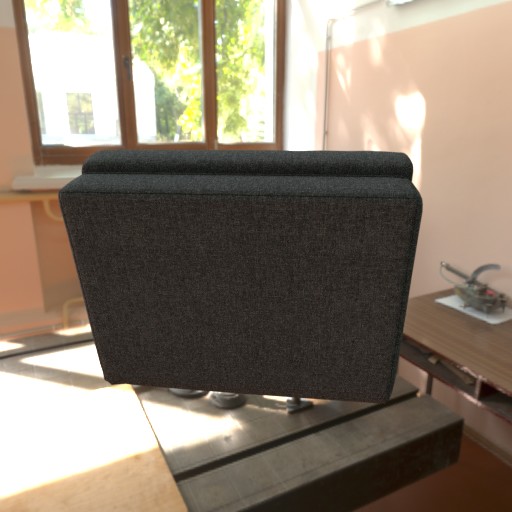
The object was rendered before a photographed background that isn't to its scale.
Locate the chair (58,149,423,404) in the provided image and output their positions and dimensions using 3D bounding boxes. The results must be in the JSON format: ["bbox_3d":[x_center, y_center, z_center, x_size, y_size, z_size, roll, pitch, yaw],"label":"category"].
[{"bbox_3d":[0.000,0.000,1.288,0.740,0.615,0.800,2,16,7],"label":"chair"}]
